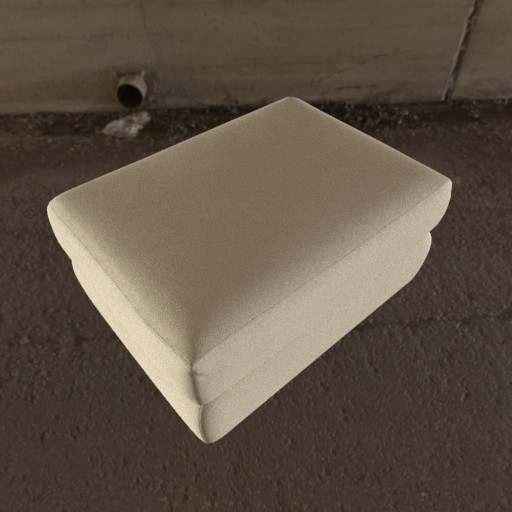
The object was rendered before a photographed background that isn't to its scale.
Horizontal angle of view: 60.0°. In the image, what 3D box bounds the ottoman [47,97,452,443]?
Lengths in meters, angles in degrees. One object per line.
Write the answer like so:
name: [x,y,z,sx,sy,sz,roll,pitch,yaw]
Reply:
ottoman: [0.000,0.000,1.131,0.773,0.499,0.569,-32,54,-27]
